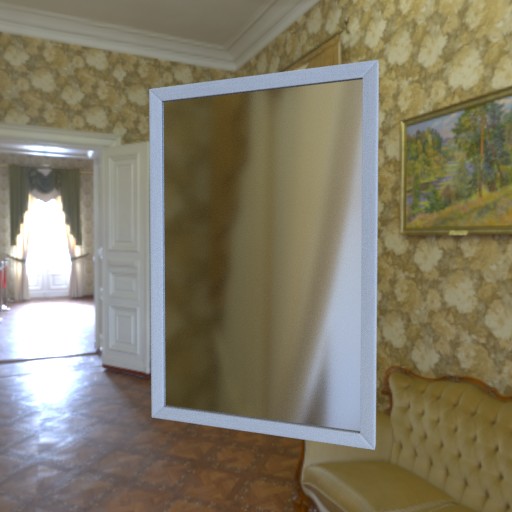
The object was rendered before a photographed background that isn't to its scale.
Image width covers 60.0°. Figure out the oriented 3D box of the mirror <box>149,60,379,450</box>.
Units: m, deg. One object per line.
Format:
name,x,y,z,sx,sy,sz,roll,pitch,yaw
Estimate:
mirror,0.000,0.000,1.155,0.609,0.915,0.040,1,2,19
